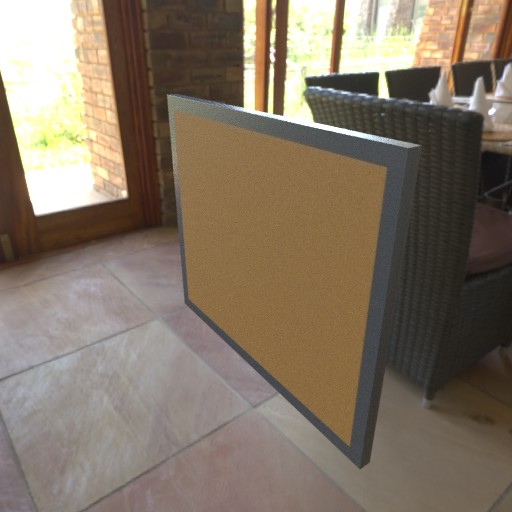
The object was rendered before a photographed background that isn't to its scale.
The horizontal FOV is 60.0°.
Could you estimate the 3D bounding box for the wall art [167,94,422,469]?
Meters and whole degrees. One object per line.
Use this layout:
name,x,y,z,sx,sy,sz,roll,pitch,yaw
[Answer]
wall art,0.000,0.000,0.896,0.026,0.558,0.660,-18,31,-31
